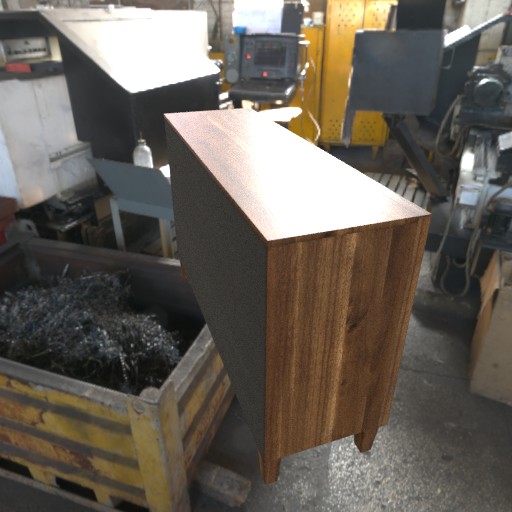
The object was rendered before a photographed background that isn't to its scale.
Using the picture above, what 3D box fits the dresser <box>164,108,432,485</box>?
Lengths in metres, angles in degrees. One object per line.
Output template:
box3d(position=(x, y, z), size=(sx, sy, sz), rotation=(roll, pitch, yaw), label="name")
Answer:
box3d(position=(0.000, 0.000, 1.812), size=(0.438, 0.892, 1.387), rotation=(-10, 31, -17), label="dresser")
